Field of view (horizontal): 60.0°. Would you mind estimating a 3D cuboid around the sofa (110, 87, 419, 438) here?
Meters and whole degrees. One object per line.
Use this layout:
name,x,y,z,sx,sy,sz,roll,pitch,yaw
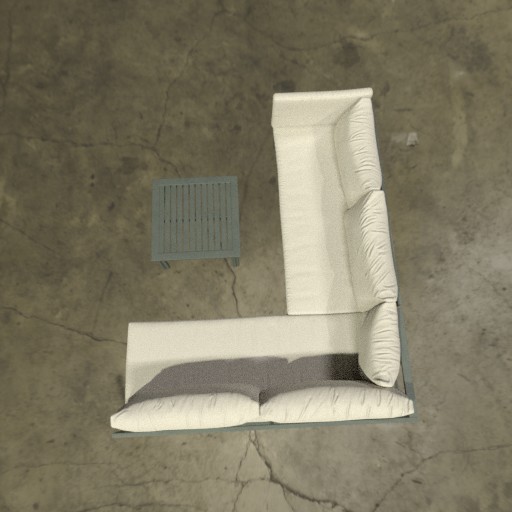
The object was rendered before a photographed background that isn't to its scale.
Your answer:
sofa,0.000,0.000,2.918,1.658,0.758,2.096,-3,74,-1
